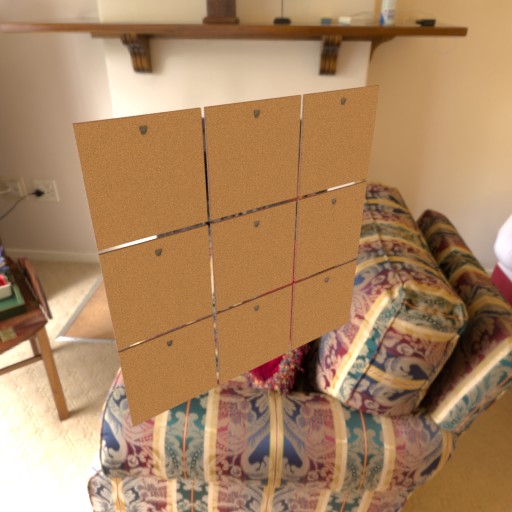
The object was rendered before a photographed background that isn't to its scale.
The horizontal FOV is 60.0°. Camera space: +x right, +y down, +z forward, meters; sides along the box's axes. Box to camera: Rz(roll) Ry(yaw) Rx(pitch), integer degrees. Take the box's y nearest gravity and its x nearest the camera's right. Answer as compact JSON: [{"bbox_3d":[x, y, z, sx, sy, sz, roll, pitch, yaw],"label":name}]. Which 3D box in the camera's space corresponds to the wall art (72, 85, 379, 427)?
[{"bbox_3d":[0.000,0.000,2.283,1.533,1.532,0.019,-18,34,-29],"label":"wall art"}]
